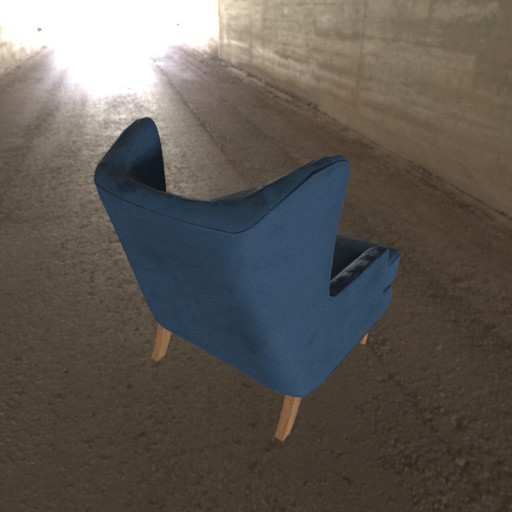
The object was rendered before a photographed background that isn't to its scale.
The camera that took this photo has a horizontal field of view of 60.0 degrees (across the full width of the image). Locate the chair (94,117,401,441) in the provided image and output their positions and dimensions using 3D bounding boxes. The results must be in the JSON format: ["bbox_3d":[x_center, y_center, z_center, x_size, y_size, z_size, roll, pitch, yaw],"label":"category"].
[{"bbox_3d":[0.000,0.000,1.634,0.793,0.952,0.910,21,35,32],"label":"chair"}]
